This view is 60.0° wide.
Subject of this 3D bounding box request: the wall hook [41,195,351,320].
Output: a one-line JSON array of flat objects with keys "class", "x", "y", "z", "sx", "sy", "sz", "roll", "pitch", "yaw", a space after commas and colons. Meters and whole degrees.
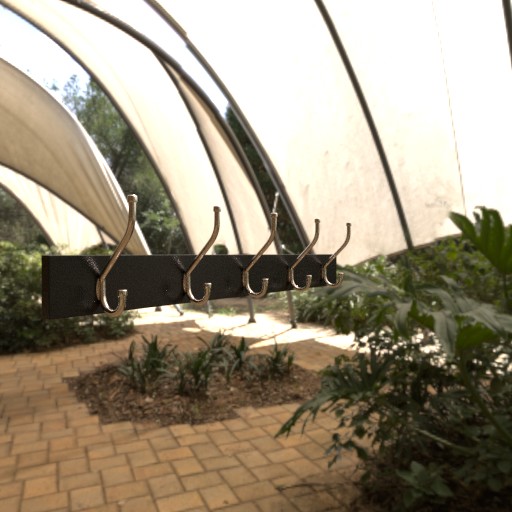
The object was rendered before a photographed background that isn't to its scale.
[{"class": "wall hook", "x": 0.000, "y": 0.000, "z": 0.621, "sx": 0.071, "sy": 0.117, "sz": 0.571, "roll": 0, "pitch": 0, "yaw": 37}]
